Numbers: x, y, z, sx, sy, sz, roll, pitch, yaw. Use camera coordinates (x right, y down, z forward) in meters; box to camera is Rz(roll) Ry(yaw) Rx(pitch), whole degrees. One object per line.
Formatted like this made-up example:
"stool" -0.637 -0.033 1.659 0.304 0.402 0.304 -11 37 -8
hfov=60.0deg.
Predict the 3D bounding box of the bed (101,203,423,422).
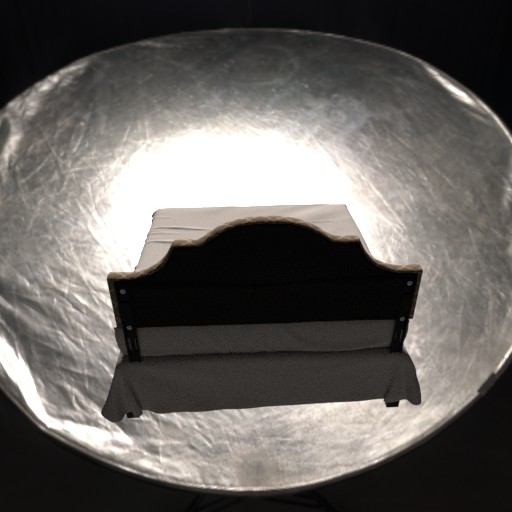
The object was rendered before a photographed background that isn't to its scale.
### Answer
"bed" 0.000 0.000 3.778 2.314 1.601 2.222 -1 30 -3
